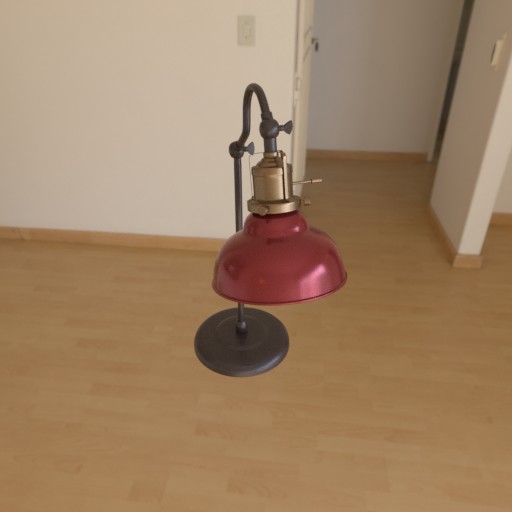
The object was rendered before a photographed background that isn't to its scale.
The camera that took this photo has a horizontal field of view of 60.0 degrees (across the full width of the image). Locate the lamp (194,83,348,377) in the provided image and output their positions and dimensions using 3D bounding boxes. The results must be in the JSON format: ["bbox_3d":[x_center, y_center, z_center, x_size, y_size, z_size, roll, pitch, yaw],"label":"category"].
[{"bbox_3d":[0.000,0.000,0.692,0.192,0.508,0.374,-10,32,-16],"label":"lamp"}]
